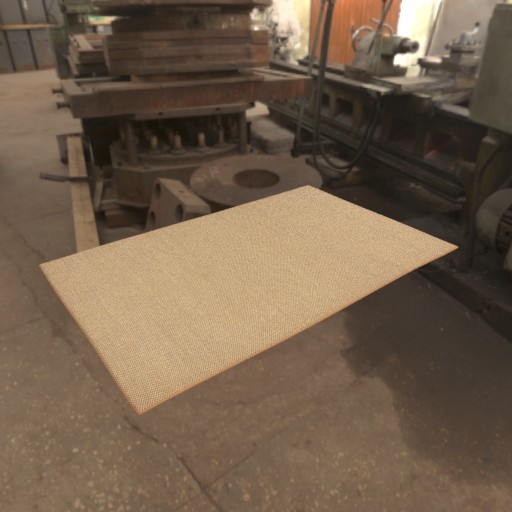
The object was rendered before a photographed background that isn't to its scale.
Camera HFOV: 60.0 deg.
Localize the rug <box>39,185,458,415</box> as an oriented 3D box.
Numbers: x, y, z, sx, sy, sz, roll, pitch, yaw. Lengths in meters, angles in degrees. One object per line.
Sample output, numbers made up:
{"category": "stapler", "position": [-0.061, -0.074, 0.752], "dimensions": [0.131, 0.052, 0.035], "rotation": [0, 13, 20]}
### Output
{"category": "rug", "position": [0.000, 0.000, 2.087], "dimensions": [1.678, 0.013, 1.078], "rotation": [-21, 36, -32]}
